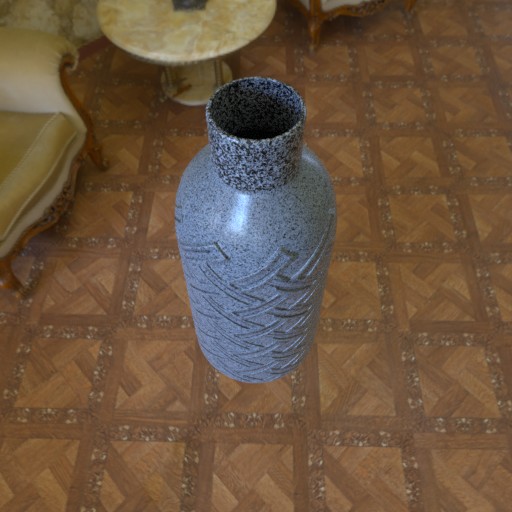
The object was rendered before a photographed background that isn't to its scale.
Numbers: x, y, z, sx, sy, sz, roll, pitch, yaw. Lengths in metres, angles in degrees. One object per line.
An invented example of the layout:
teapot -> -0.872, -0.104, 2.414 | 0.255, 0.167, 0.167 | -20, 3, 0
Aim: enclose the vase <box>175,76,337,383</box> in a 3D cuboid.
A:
vase -> 0.000, 0.000, 0.344 | 0.122, 0.282, 0.122 | 0, 58, 0
